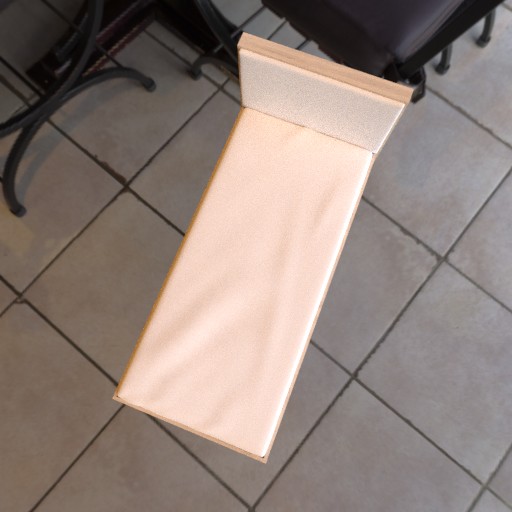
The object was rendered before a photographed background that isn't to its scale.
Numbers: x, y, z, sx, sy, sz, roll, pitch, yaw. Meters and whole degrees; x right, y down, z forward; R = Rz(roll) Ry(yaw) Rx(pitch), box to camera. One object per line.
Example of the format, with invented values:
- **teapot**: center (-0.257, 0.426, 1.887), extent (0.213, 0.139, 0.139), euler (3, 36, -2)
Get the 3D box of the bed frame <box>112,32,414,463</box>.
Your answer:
- **bed frame**: center (0.000, 0.000, 2.651), extent (0.990, 0.920, 2.140), euler (21, 77, 5)
